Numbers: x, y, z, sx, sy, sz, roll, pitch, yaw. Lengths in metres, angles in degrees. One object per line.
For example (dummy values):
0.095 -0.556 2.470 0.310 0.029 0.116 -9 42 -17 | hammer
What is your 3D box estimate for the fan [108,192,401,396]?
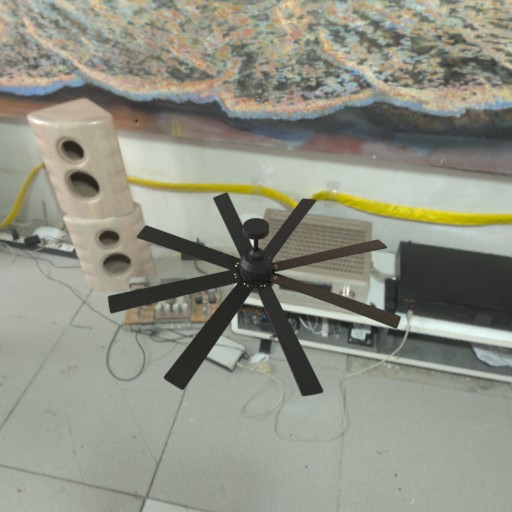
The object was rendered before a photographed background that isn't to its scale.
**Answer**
0.000 0.000 2.740 1.830 0.472 1.830 -12 43 -13 | fan
